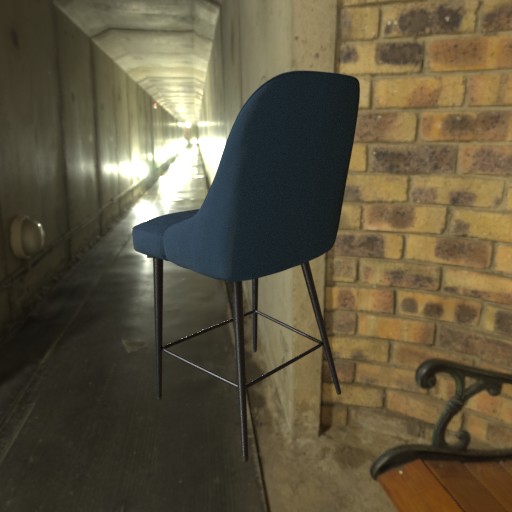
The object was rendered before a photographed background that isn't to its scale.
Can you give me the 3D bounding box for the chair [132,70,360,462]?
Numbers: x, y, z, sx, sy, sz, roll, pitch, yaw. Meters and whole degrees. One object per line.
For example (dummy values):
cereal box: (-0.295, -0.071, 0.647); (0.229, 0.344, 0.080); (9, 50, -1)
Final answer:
chair: (0.000, 0.000, 1.255); (0.489, 0.927, 0.526); (16, 23, 43)
